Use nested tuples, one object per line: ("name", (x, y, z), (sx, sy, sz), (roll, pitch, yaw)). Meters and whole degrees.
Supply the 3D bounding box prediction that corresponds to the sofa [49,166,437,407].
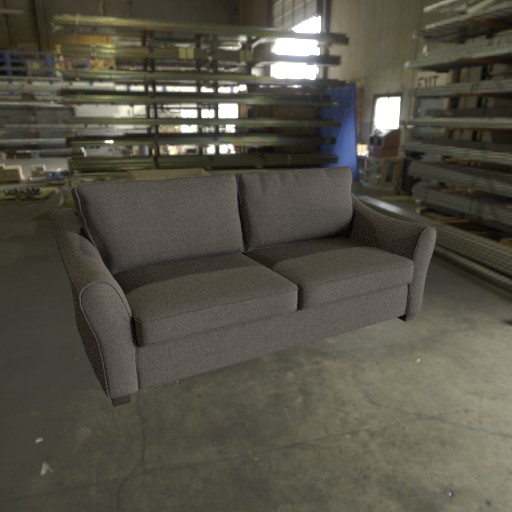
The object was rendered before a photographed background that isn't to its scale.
("sofa", (0.000, 0.000, 2.751), (2.203, 0.976, 1.013), (-9, 20, -27))
